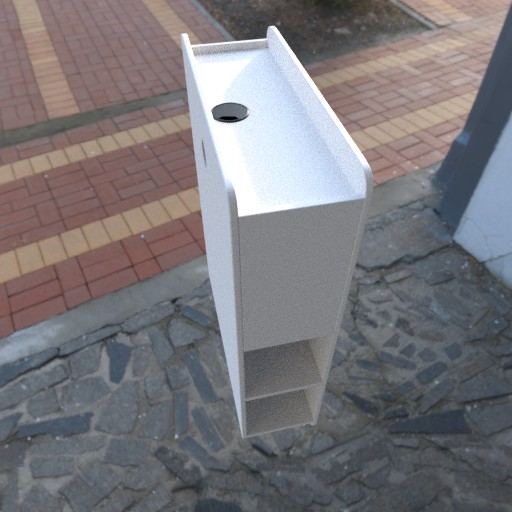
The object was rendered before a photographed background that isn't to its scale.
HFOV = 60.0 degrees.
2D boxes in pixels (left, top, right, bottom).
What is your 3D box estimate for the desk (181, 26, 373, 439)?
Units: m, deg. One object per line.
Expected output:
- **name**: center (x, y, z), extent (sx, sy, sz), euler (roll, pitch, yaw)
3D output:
- **desk**: center (0.000, 0.000, 1.490), extent (0.278, 1.190, 0.795), euler (-9, 48, -9)
